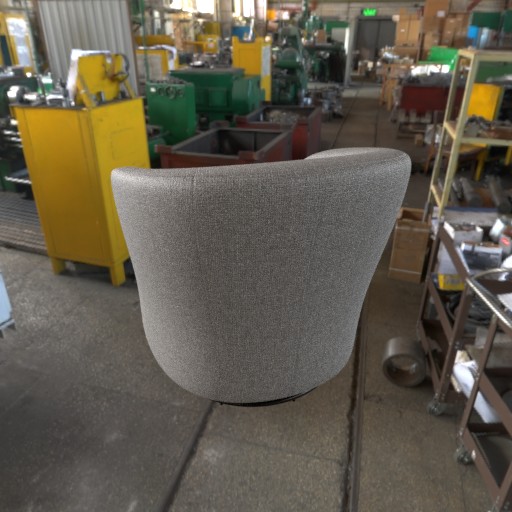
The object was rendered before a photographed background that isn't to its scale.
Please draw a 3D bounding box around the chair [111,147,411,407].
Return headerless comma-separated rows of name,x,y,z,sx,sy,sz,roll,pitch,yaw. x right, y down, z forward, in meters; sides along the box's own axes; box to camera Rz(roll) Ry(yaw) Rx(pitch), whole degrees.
chair,0.000,0.000,1.388,0.791,0.771,0.815,-9,28,-17
